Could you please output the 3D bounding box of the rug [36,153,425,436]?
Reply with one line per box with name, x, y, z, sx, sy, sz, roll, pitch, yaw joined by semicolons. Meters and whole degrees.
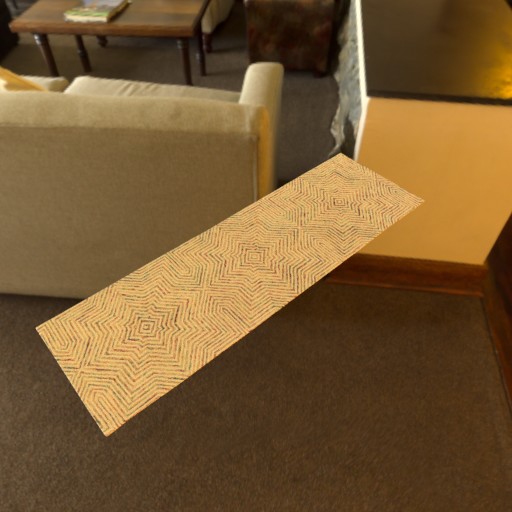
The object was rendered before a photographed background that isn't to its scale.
rug;0.000;0.000;2.703;2.443;0.009;0.771;-33;55;-27
